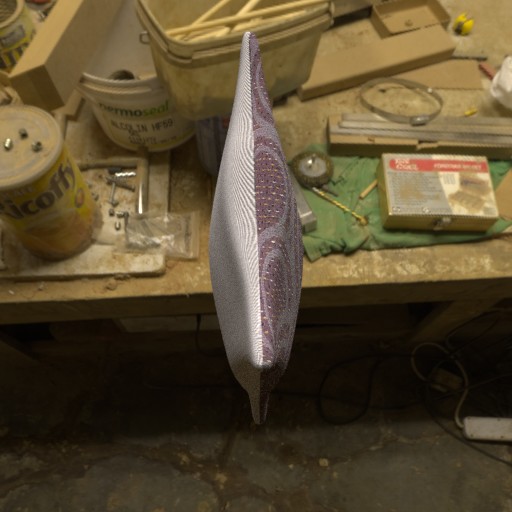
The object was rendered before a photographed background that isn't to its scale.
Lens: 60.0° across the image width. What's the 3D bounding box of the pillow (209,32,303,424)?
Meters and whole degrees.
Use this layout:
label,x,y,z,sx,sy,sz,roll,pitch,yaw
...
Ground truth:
label,x,y,z,sx,sy,sz,roll,pitch,yaw
pillow,0.000,0.000,0.790,0.163,0.513,0.514,-2,63,-1
